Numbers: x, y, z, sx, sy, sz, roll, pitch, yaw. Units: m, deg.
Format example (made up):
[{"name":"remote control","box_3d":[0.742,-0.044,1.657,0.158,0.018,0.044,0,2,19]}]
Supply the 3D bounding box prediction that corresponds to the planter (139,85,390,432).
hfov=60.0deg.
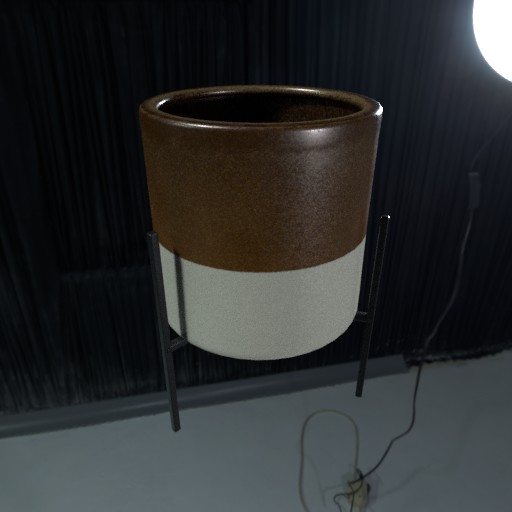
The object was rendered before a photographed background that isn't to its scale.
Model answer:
[{"name":"planter","box_3d":[0.000,0.000,0.555,0.255,0.375,0.269,-7,29,-13]}]
